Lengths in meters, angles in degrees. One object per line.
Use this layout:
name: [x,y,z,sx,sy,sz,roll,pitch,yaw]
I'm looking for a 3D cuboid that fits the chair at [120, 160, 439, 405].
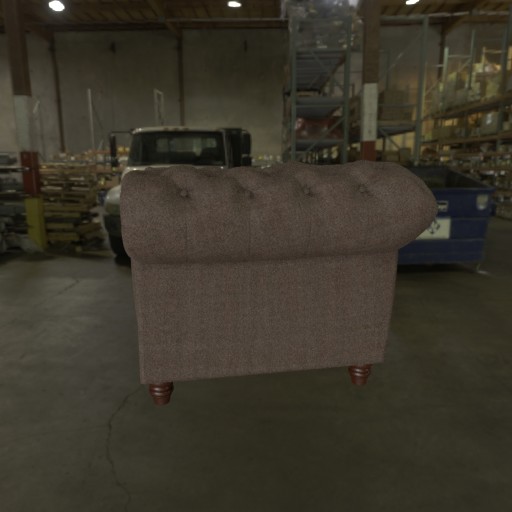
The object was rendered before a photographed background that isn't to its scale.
chair: [0.000,0.000,1.855,0.945,0.780,1.298,-2,12,-11]
